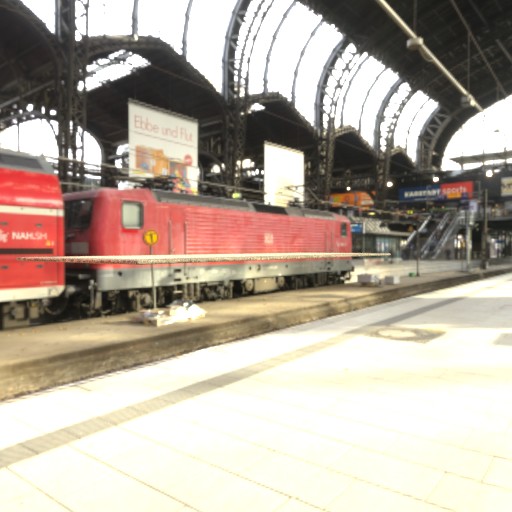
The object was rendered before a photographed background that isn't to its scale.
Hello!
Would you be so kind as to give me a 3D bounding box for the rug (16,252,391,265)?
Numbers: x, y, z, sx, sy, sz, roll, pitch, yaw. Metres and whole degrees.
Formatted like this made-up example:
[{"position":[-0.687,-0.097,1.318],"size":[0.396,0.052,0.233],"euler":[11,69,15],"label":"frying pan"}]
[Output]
[{"position":[0.000,0.000,2.621],"size":[0.810,0.016,2.413],"euler":[1,1,36],"label":"rug"}]
